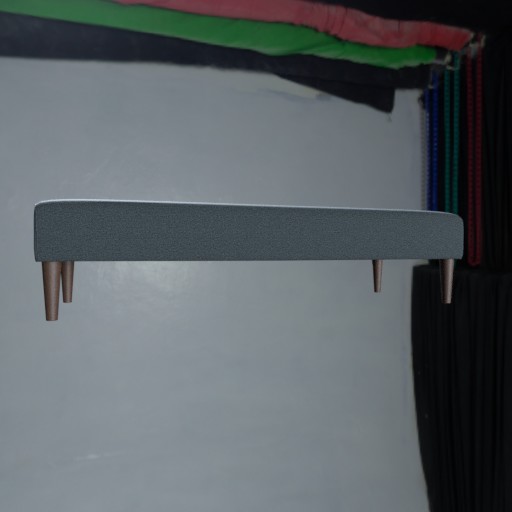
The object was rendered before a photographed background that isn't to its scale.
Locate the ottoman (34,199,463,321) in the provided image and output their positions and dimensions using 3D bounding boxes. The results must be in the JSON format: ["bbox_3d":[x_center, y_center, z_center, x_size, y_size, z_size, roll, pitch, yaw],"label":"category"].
[{"bbox_3d":[0.000,0.000,1.863,1.609,0.393,0.646,0,1,-18],"label":"ottoman"}]
